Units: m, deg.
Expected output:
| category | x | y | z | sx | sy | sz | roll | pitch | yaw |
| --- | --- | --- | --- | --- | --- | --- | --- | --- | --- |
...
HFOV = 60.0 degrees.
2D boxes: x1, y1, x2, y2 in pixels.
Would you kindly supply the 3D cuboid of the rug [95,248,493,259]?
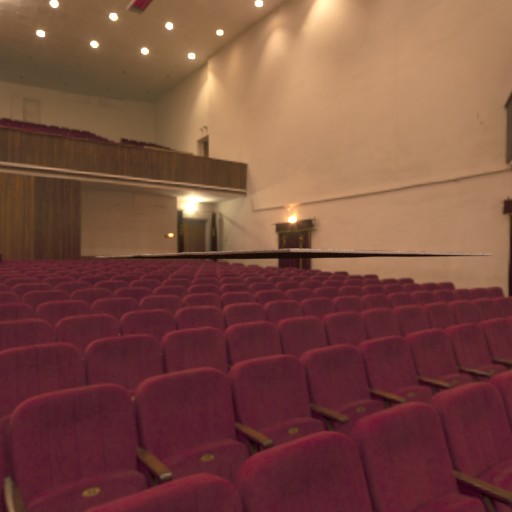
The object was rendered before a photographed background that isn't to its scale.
| category | x | y | z | sx | sy | sz | roll | pitch | yaw |
| --- | --- | --- | --- | --- | --- | --- | --- | --- | --- |
| rug | 0.000 | 0.000 | 1.063 | 0.515 | 0.007 | 0.867 | 1 | -1 | -36 |
